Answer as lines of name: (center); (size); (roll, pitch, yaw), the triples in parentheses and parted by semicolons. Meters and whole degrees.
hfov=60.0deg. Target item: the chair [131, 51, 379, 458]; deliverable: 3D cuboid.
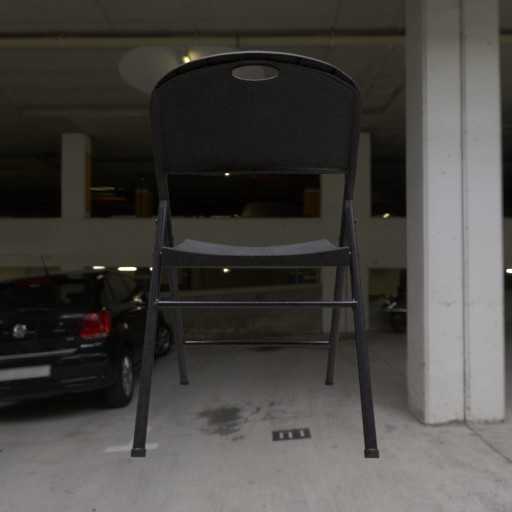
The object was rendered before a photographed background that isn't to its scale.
chair: (0.000, 0.000, 1.147); (0.494, 0.810, 0.566); (0, -1, 1)
